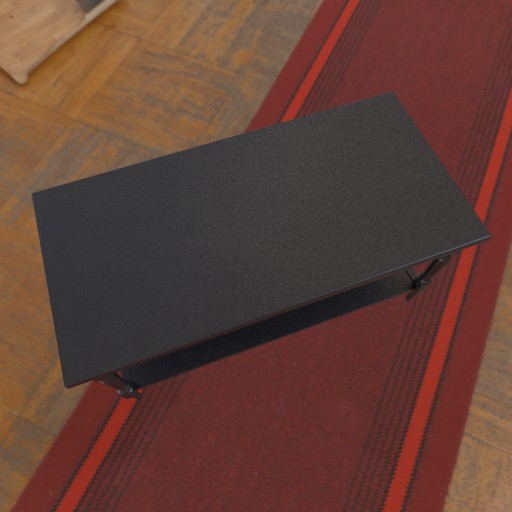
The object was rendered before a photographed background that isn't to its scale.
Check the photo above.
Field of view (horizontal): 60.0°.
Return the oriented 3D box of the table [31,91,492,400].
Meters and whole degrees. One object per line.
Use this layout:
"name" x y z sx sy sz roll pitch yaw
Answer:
"table" 0.000 0.000 1.407 1.107 0.510 0.550 -18 65 -9
